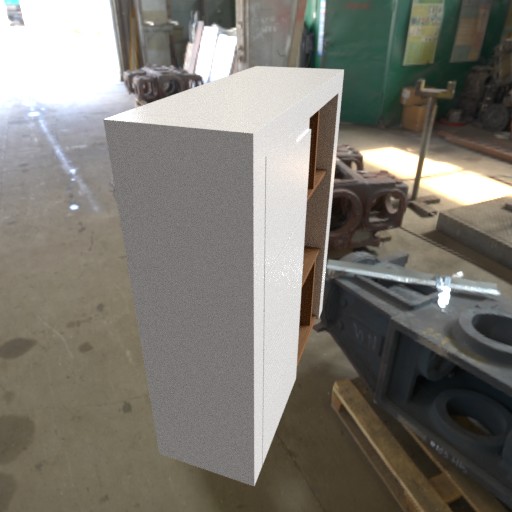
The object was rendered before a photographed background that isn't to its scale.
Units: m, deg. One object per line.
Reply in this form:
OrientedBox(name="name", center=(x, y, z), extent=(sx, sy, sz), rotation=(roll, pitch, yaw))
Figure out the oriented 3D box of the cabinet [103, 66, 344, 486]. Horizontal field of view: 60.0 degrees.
OrientedBox(name="cabinet", center=(0.000, 0.000, 1.600), extent=(0.348, 1.150, 0.990), rotation=(10, 31, 17))
